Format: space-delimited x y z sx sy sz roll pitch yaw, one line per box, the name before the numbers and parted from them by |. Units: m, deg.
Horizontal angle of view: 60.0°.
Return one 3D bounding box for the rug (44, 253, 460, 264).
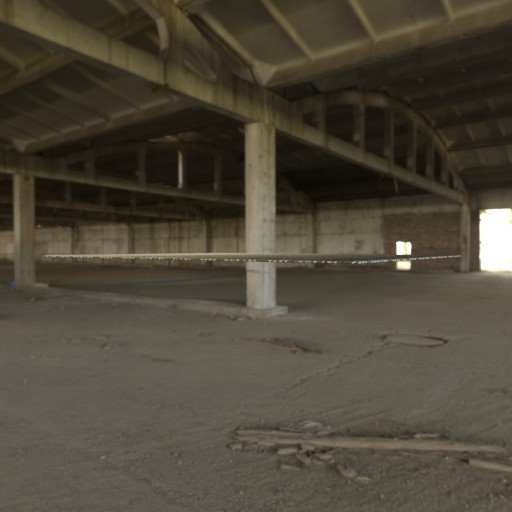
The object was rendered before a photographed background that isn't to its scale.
rug | 0.000 0.000 3.918 2.902 0.017 2.306 1 1 36
